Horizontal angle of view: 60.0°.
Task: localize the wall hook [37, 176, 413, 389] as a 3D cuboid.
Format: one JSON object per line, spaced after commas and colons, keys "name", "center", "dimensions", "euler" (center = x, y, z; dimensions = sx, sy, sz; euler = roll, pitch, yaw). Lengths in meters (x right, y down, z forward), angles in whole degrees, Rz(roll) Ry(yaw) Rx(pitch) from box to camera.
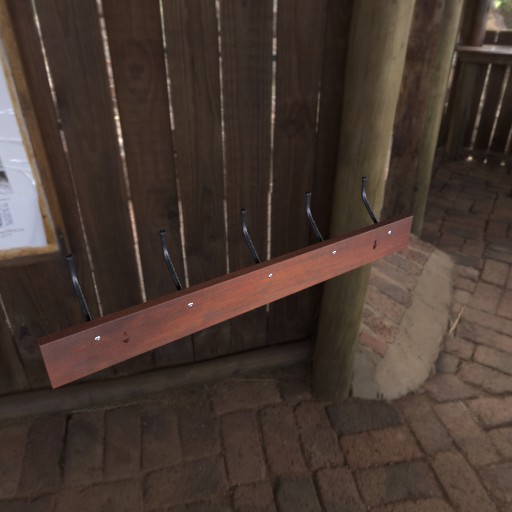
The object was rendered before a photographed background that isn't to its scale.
{"name": "wall hook", "center": [0.000, 0.000, 0.611], "dimensions": [0.571, 0.117, 0.071], "euler": [-18, 34, -29]}
